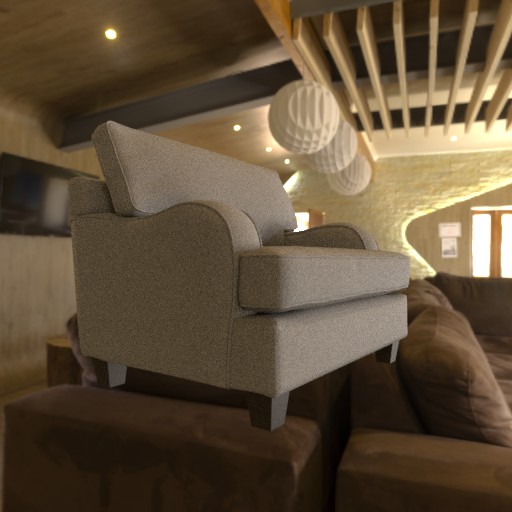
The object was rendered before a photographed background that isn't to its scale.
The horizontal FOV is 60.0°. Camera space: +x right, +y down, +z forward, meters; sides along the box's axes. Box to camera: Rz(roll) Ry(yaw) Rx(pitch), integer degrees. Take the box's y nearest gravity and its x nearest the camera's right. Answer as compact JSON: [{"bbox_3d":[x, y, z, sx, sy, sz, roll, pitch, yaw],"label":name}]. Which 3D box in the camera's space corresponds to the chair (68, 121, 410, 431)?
[{"bbox_3d":[0.000,0.000,1.967,1.040,1.016,1.220,0,-1,36],"label":"chair"}]
